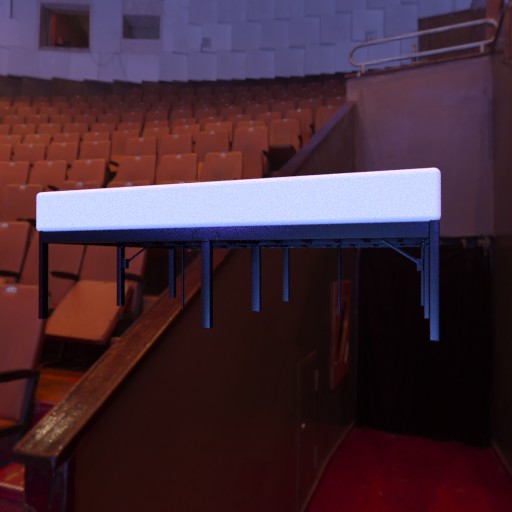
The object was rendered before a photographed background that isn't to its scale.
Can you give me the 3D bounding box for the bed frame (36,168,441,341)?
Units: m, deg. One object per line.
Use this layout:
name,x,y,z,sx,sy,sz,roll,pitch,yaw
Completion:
bed frame,0.000,0.000,2.642,1.956,0.659,1.408,0,0,19
